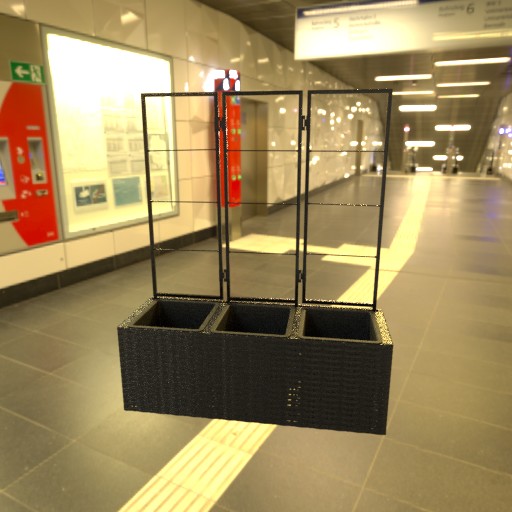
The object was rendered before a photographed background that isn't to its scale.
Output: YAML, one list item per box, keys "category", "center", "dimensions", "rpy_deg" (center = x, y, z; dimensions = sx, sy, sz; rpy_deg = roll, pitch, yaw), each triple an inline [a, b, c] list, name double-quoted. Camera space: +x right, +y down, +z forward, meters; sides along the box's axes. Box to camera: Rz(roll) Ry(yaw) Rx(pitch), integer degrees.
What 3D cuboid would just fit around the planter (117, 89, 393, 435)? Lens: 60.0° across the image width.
- category: "planter"
  center: [0.000, 0.000, 1.170]
  dimensions: [0.698, 0.841, 0.244]
  rpy_deg: [2, 15, 9]
